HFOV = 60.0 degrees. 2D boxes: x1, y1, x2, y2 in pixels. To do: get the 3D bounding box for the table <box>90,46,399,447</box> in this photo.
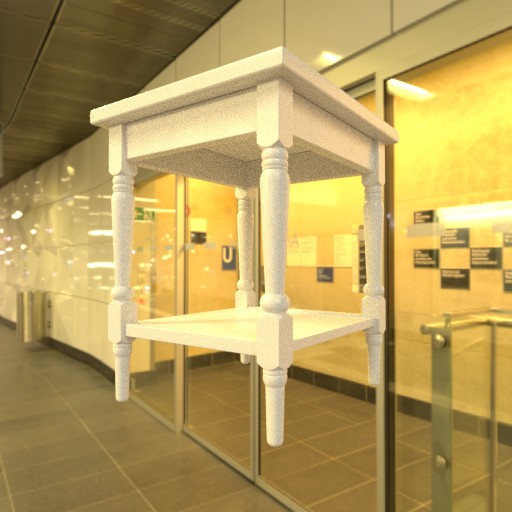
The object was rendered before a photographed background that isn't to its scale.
[{"bbox_3d":[0.000,0.000,0.923,0.442,0.565,0.488,-1,-1,36],"label":"table"}]
